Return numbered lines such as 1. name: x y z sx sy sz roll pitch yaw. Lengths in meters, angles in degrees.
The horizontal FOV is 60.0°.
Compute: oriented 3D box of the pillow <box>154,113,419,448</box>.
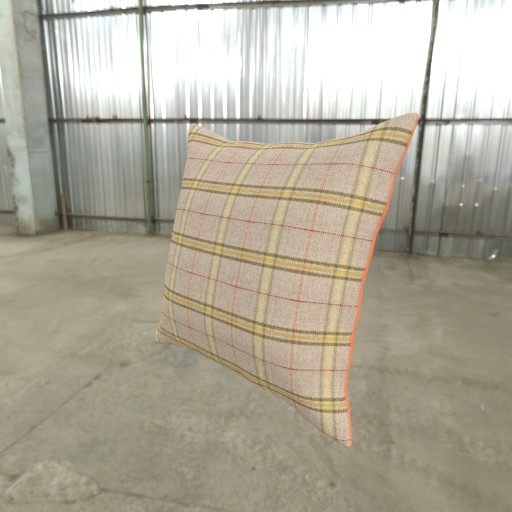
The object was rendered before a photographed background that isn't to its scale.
1. pillow: 0.000 0.000 0.719 0.453 0.430 0.200 13 20 42
